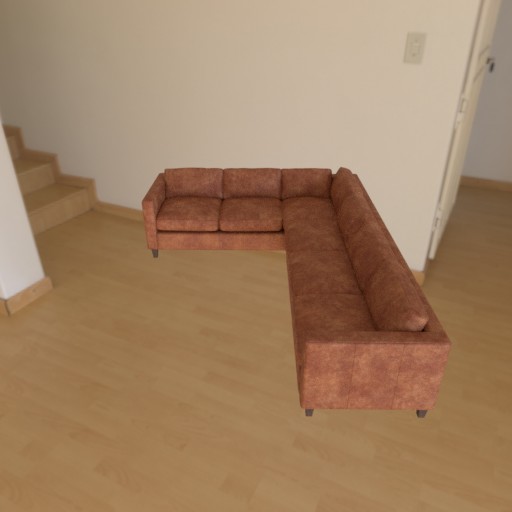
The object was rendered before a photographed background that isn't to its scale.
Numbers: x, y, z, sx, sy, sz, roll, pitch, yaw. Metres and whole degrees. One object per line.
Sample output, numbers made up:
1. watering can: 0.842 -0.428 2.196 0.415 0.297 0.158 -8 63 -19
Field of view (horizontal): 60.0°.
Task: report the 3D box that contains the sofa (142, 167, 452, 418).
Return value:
1. sofa: 0.000 0.000 4.200 2.438 0.838 3.150 0 29 1
